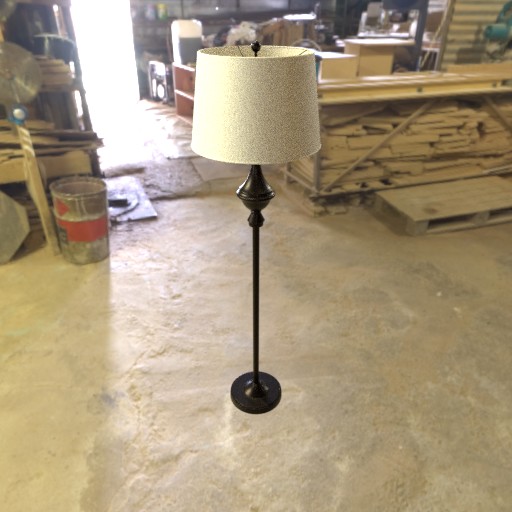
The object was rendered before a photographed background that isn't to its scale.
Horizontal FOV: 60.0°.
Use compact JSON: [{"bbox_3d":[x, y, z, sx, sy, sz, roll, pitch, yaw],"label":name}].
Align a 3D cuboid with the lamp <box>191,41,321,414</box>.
[{"bbox_3d":[0.000,0.000,1.697,0.431,1.484,0.431,0,30,0],"label":"lamp"}]
